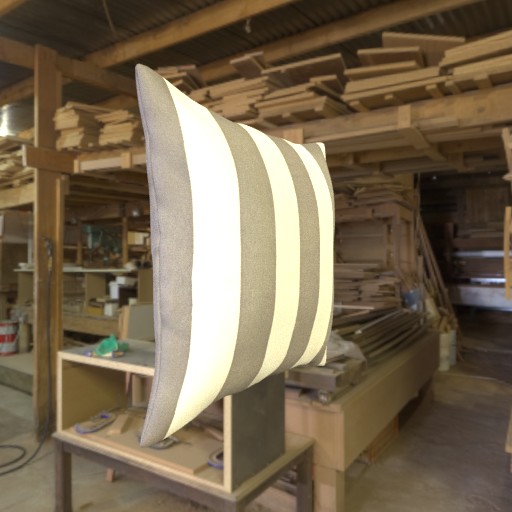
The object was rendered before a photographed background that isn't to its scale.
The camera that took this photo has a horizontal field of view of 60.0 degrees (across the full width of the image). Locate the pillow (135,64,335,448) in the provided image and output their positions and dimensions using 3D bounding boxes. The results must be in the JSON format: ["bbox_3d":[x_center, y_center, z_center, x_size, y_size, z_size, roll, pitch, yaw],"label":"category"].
[{"bbox_3d":[0.000,0.000,0.790,0.192,0.507,0.522,0,0,36],"label":"pillow"}]
